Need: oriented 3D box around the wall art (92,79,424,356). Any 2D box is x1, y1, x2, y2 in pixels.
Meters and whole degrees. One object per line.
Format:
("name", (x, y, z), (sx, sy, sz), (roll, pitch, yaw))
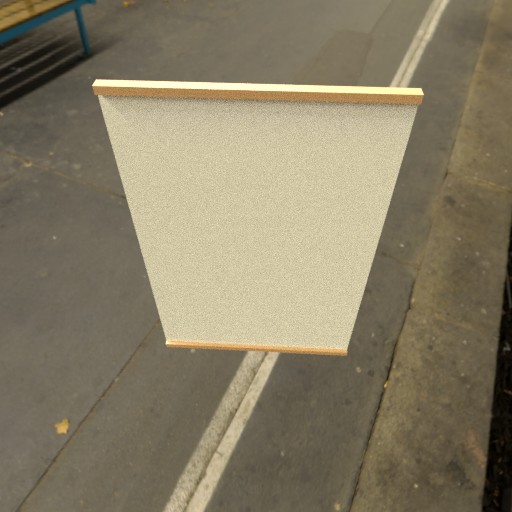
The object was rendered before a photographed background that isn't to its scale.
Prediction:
("wall art", (0.000, 0.000, 1.279), (0.669, 1.020, 0.027), (2, 48, 2))
